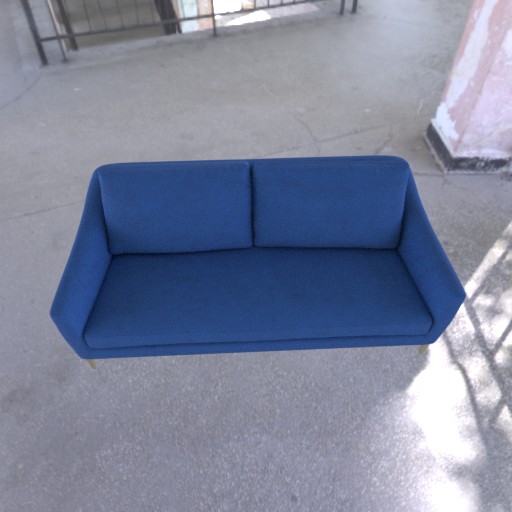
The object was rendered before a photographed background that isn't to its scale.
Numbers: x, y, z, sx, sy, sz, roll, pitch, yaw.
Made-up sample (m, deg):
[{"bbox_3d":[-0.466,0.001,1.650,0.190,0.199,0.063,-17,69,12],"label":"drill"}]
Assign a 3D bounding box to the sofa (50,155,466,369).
[{"bbox_3d":[0.000,0.000,2.558,2.036,0.903,0.960,-2,47,-2],"label":"sofa"}]
